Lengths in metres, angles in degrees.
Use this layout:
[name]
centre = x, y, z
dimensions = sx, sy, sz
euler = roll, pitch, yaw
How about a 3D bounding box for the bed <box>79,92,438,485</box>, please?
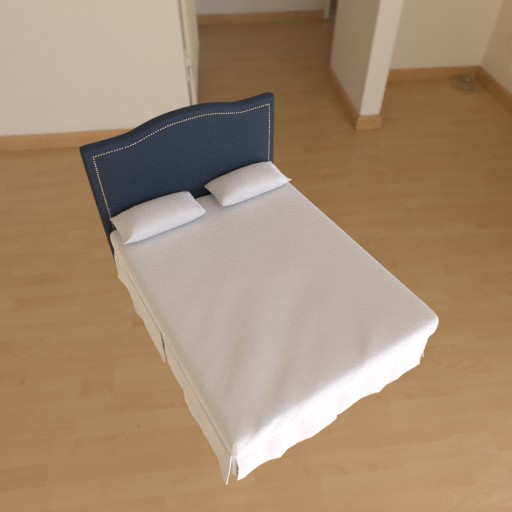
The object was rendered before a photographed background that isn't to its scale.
[bed]
centre = 0.000, 0.000, 3.379
dimensions = 1.821, 1.436, 2.282
euler = -24, 51, -22
